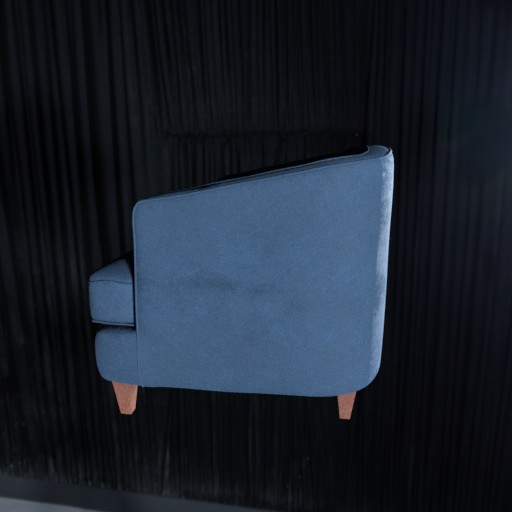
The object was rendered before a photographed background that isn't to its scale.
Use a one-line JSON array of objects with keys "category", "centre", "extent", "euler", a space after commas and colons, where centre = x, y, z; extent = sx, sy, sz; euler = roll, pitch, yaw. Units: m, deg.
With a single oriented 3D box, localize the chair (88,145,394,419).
[{"category": "chair", "centre": [0.000, 0.000, 1.761], "extent": [0.940, 0.852, 1.094], "euler": [2, 14, 9]}]
